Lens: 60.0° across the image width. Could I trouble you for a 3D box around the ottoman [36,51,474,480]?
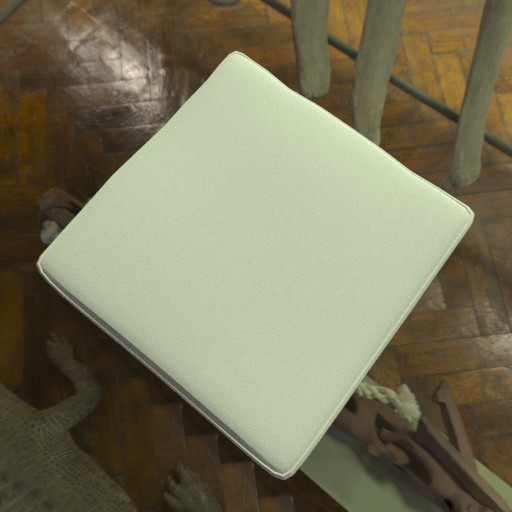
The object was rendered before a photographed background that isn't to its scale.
[{"bbox_3d":[0.000,0.000,1.314,0.838,0.479,0.838,37,79,9],"label":"ottoman"}]
